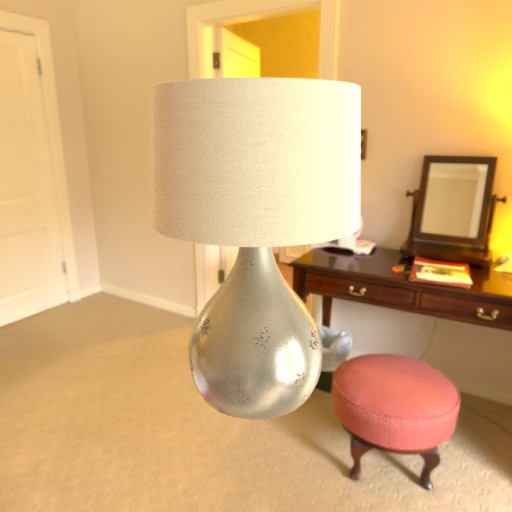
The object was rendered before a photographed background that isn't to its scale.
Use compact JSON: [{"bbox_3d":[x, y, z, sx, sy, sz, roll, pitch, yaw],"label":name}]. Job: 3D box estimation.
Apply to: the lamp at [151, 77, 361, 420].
[{"bbox_3d":[0.000,0.000,0.736,0.330,0.521,0.330,0,16,0],"label":"lamp"}]
